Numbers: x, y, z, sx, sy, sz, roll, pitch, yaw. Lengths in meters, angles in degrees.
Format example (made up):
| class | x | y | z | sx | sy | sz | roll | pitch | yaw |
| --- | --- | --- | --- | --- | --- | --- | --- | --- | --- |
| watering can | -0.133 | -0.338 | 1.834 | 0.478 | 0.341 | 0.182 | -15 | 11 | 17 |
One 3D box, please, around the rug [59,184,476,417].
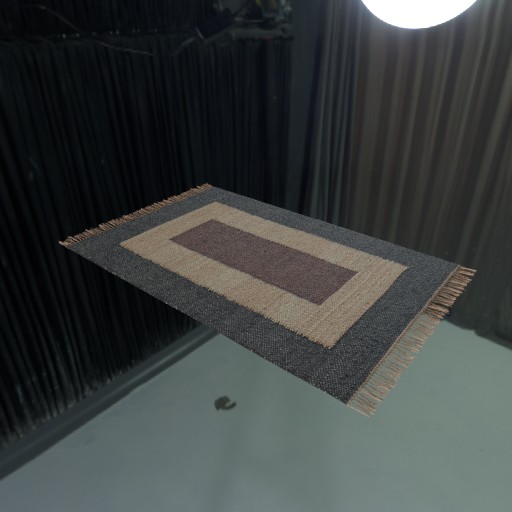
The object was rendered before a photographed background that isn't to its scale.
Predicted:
| class | x | y | z | sx | sy | sz | roll | pitch | yaw |
| --- | --- | --- | --- | --- | --- | --- | --- | --- | --- |
| rug | 0.000 | 0.000 | 2.467 | 2.021 | 0.027 | 1.224 | 22 | 37 | 33 |
